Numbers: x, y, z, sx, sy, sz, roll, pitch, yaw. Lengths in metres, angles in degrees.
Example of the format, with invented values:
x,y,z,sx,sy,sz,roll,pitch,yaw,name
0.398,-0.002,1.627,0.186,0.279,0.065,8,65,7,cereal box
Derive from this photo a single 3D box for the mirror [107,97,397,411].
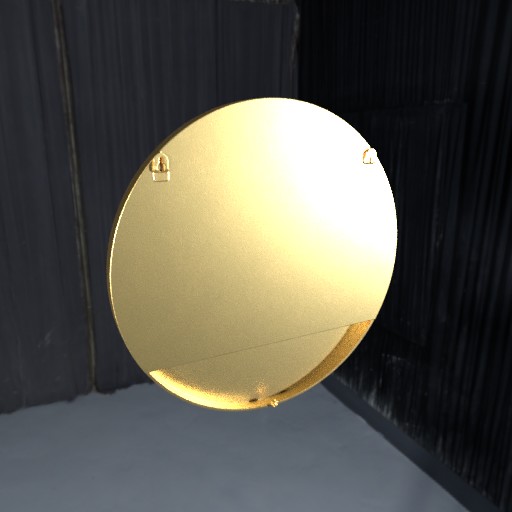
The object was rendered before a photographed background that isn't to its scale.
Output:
x,y,z,sx,sy,sz,roll,pitch,yaw,name
0.000,0.000,0.689,0.457,0.457,0.133,-8,17,-26,mirror
